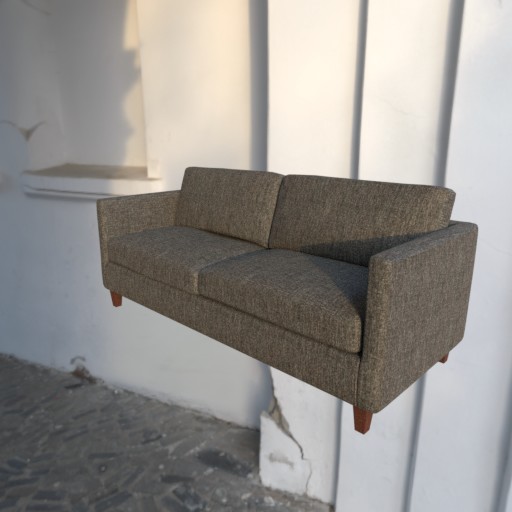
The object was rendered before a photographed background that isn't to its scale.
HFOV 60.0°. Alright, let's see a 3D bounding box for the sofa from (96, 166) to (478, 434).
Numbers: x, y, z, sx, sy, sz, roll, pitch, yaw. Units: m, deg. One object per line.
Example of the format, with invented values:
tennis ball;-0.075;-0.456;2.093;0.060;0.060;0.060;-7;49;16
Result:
sofa;0.000;0.000;2.673;2.208;0.960;0.948;14;21;42
